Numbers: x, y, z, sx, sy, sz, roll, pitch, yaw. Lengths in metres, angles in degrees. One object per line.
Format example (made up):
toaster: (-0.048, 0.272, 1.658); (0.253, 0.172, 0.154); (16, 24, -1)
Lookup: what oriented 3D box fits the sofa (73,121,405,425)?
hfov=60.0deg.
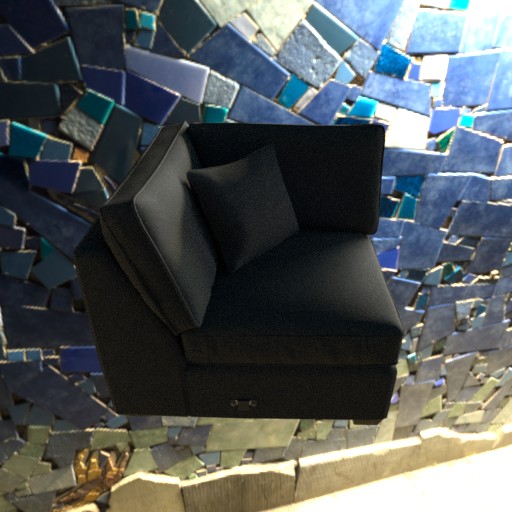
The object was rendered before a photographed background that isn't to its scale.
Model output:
sofa: (0.000, 0.000, 1.966); (1.146, 1.002, 1.084); (0, 32, 1)
